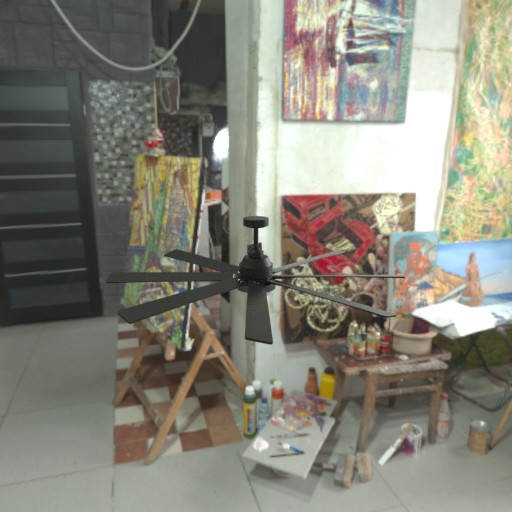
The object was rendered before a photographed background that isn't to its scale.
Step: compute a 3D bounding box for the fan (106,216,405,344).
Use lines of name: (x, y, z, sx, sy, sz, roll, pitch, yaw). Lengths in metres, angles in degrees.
fan: (0.000, 0.000, 2.726, 1.830, 0.472, 1.830, 14, 20, 42)
